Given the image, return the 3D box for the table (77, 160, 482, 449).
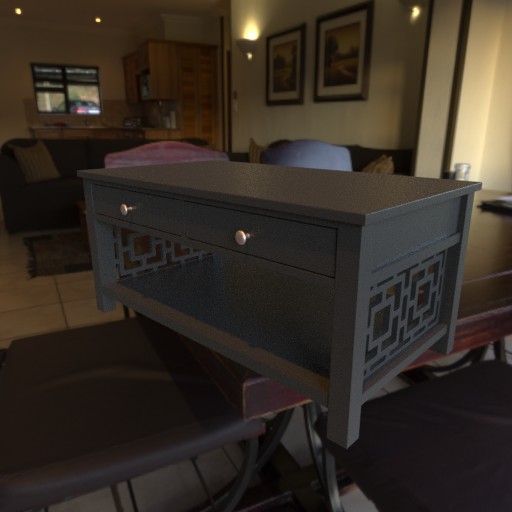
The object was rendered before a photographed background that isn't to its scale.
[{"bbox_3d":[0.000,0.000,1.379,1.068,0.493,0.612,15,22,41],"label":"table"}]
